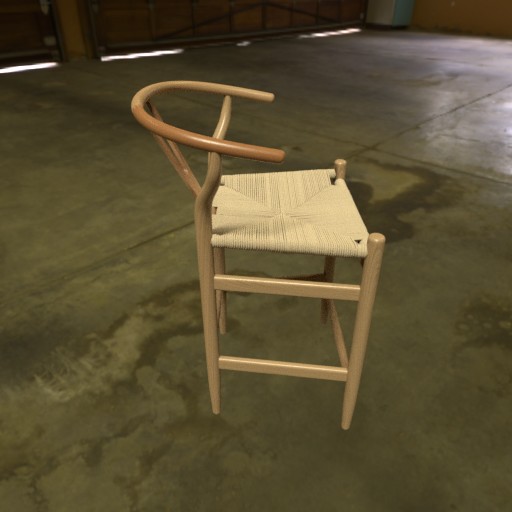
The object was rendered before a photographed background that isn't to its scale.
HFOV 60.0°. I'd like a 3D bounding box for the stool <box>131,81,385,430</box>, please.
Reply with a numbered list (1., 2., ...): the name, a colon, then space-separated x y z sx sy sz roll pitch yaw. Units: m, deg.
1. stool: 0.000 0.000 1.298 0.575 0.923 0.536 0 32 0
